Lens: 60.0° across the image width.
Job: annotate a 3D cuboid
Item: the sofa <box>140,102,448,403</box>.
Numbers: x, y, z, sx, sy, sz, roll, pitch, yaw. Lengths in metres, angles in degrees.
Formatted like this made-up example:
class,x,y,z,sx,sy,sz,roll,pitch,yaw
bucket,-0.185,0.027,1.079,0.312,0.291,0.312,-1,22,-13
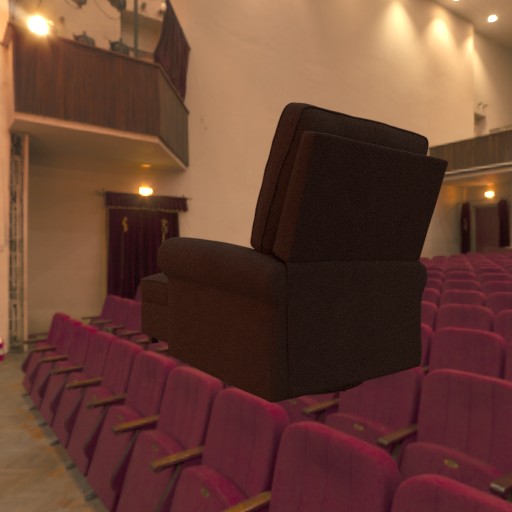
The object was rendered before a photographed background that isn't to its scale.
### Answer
class,x,y,z,sx,sy,sz,roll,pitch,yaw
sofa,0.000,0.000,2.020,0.880,0.959,1.478,0,0,-36
